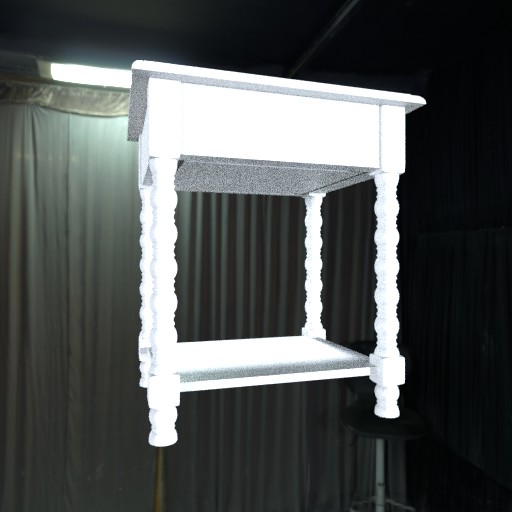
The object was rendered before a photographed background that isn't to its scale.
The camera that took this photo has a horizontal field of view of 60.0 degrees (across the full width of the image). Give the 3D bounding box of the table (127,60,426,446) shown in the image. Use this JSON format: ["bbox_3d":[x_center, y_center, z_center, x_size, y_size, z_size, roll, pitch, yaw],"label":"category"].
[{"bbox_3d":[0.000,0.000,0.831,0.460,0.531,0.381,0,0,-17],"label":"table"}]
